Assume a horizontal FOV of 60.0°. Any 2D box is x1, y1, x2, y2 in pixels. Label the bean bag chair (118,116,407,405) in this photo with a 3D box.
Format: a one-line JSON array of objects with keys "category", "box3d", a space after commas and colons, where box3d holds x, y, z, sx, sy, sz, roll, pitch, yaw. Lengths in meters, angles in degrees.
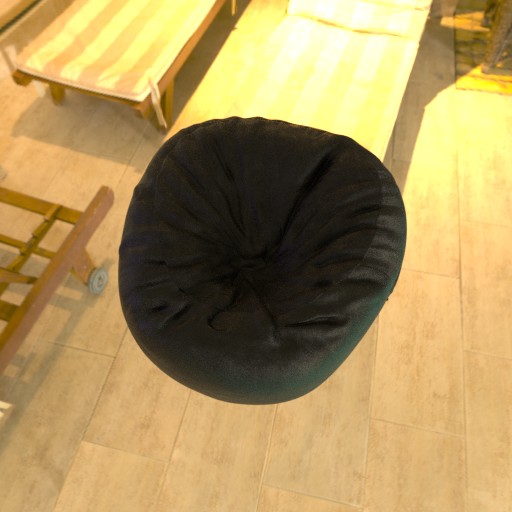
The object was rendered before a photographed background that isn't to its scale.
[{"category": "bean bag chair", "box3d": [0.000, 0.000, 2.453, 1.524, 0.878, 1.524, 16, 59, 10]}]
